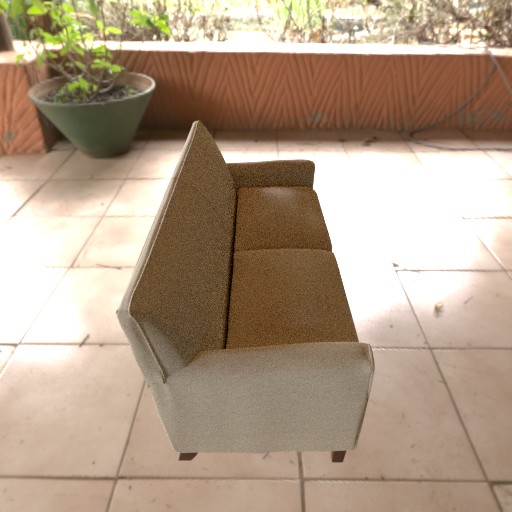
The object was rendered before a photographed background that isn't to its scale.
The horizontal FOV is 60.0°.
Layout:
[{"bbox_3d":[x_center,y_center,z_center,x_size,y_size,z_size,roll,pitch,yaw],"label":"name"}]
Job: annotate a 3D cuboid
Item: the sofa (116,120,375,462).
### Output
[{"bbox_3d":[0.000,0.000,2.384,0.841,0.907,2.001,0,33,0],"label":"sofa"}]
